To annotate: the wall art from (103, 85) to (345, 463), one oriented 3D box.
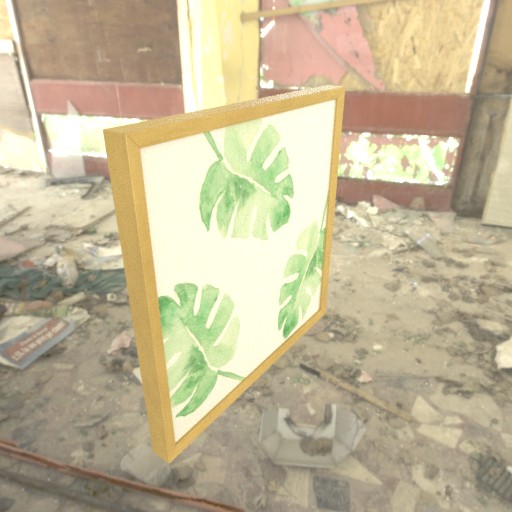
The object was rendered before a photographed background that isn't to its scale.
[{"bbox_3d":[0.000,0.000,0.766,0.038,0.508,0.508,19,33,32],"label":"wall art"}]
